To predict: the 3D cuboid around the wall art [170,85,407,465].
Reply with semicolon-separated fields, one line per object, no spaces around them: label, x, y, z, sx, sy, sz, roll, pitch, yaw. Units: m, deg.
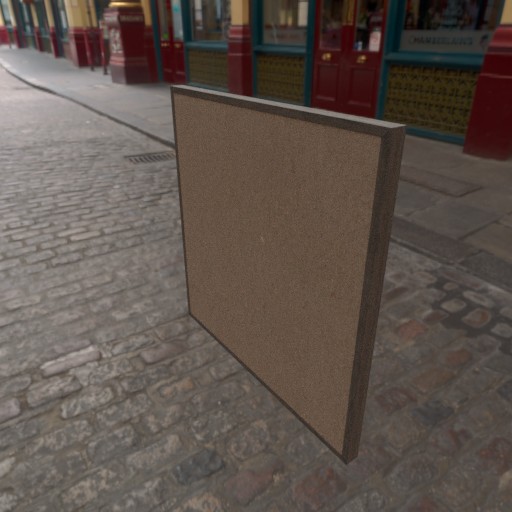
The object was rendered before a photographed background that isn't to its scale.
wall art;0.000;0.000;1.139;0.038;0.762;0.762;-18;32;-32
